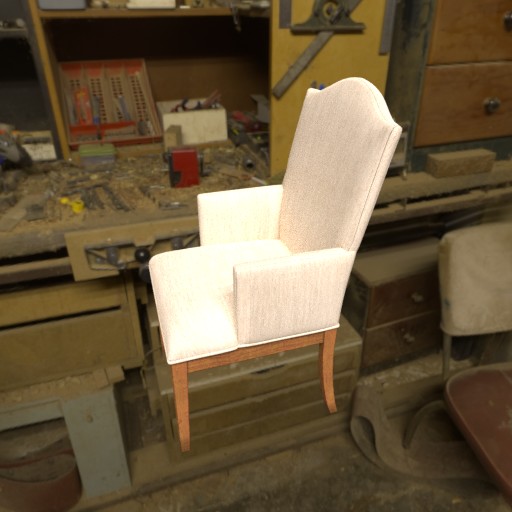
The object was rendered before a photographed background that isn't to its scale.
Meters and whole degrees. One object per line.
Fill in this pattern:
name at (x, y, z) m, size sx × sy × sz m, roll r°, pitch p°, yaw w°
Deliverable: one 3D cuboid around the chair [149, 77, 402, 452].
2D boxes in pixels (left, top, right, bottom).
chair at (0.000, 0.000, 1.382) m, size 0.641 × 1.016 × 0.533 m, roll -9°, pitch 32°, yaw -15°
